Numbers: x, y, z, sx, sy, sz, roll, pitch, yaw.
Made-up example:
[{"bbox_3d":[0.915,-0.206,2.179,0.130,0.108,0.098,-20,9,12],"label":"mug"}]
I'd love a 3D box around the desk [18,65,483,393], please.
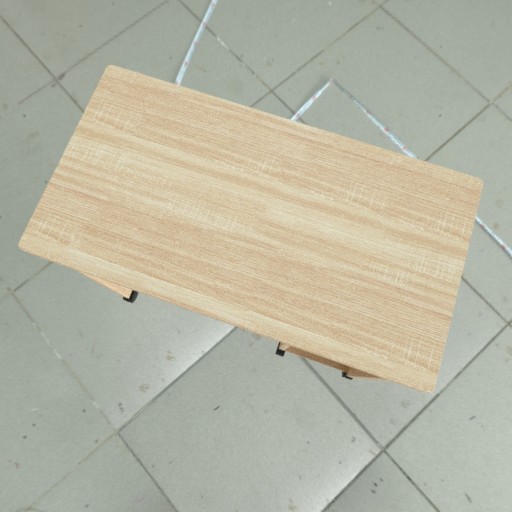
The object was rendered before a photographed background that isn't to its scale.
[{"bbox_3d":[0.000,0.000,1.310,0.884,0.770,0.480,19,76,5],"label":"desk"}]
